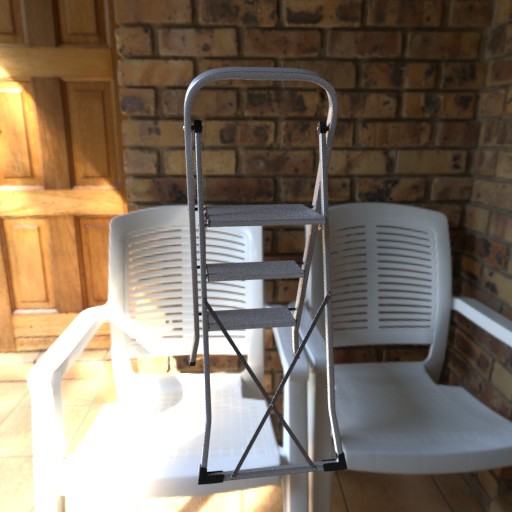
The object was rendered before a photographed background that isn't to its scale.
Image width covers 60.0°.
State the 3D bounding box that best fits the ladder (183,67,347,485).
[{"bbox_3d":[0.000,0.000,1.406,0.465,1.070,0.704,-2,15,-8],"label":"ladder"}]
